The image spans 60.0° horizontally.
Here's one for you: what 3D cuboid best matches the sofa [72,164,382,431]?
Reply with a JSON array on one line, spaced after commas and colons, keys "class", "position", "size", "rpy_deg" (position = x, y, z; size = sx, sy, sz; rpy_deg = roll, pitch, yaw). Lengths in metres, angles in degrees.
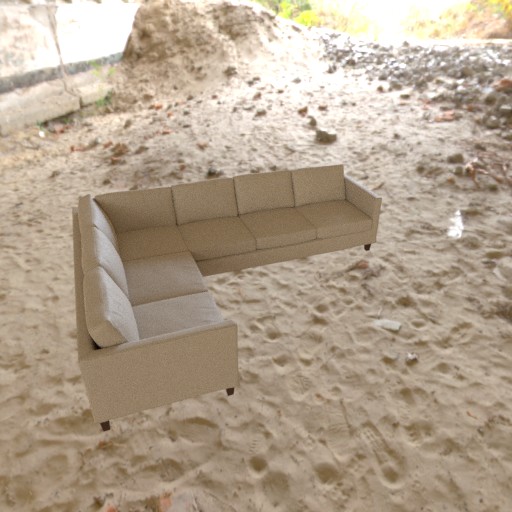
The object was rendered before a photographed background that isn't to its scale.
[{"class": "sofa", "position": [0.000, 0.000, 4.219], "size": [3.182, 0.863, 2.432], "rpy_deg": [-11, 32, -18]}]
